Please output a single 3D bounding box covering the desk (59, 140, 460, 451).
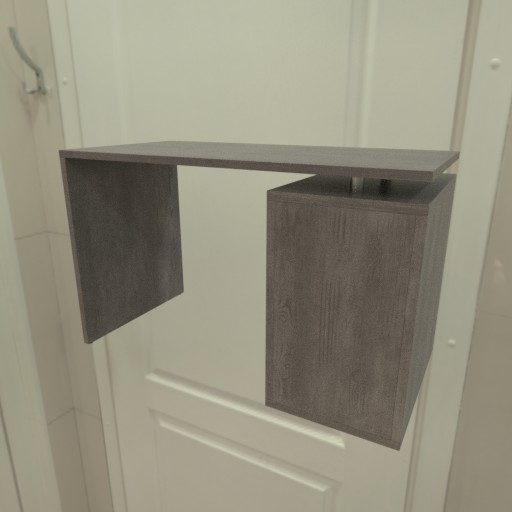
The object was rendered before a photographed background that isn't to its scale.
[{"bbox_3d":[0.000,0.000,1.594,1.200,0.740,0.600,10,20,27],"label":"desk"}]
